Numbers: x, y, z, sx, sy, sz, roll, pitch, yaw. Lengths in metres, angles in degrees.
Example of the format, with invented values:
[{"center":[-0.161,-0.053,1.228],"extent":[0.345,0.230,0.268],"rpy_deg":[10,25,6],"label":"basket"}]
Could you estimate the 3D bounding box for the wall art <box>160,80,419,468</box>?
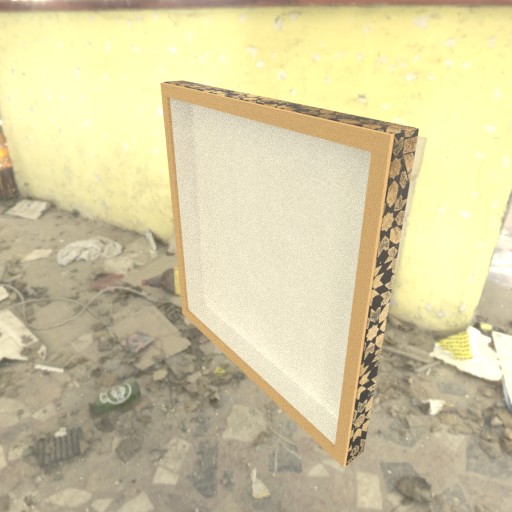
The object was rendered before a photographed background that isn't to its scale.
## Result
[{"center":[0.000,0.000,0.600],"extent":[0.038,0.405,0.405],"rpy_deg":[-20,34,-32],"label":"wall art"}]
